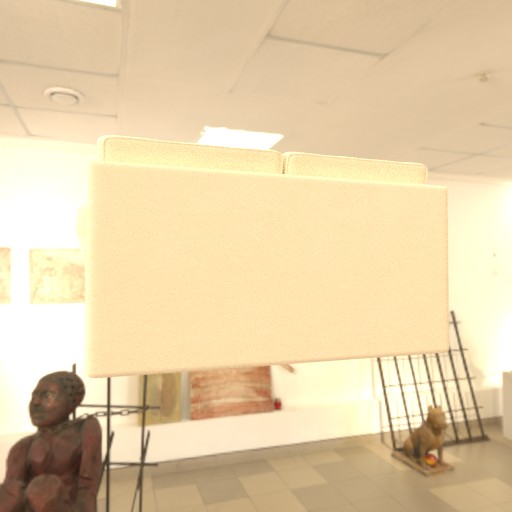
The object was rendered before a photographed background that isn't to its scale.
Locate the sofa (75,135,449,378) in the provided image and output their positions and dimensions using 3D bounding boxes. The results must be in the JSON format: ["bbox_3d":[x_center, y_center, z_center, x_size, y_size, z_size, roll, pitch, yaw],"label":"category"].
[{"bbox_3d":[0.000,0.000,2.329,1.727,0.940,0.991,1,-2,-19],"label":"sofa"}]
